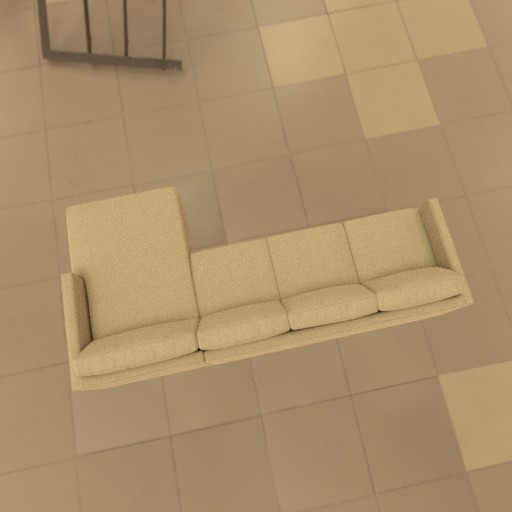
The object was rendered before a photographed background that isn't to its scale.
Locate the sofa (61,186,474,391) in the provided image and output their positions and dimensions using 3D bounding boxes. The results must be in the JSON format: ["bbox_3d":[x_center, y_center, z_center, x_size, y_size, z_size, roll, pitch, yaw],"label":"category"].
[{"bbox_3d":[0.000,0.000,3.842,3.177,0.867,1.622,-12,75,-3],"label":"sofa"}]
